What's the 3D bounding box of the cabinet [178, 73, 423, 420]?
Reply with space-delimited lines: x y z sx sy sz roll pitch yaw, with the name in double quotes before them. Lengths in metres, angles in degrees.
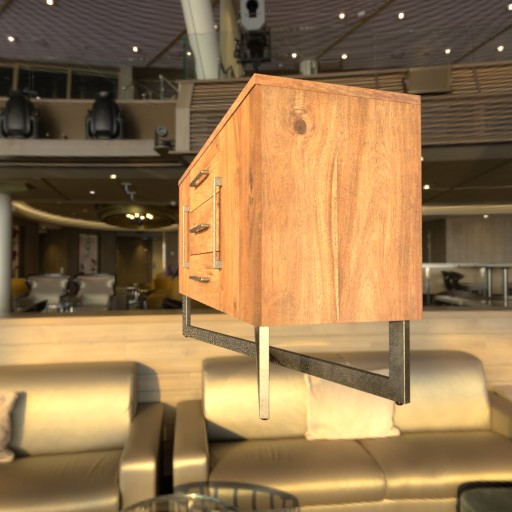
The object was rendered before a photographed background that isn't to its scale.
"cabinet" 0.000 0.000 1.735 0.480 0.812 1.373 0 -1 -17
